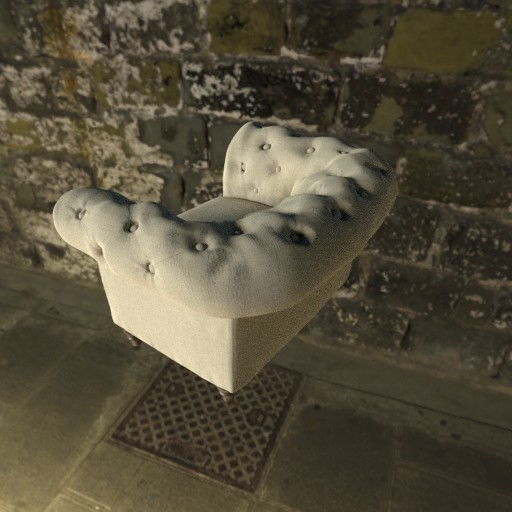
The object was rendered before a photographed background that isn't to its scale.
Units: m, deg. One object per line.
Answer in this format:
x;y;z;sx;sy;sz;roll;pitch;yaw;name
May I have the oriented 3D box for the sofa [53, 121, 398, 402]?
0.000;0.000;2.076;1.034;0.878;1.405;21;37;30;sofa
